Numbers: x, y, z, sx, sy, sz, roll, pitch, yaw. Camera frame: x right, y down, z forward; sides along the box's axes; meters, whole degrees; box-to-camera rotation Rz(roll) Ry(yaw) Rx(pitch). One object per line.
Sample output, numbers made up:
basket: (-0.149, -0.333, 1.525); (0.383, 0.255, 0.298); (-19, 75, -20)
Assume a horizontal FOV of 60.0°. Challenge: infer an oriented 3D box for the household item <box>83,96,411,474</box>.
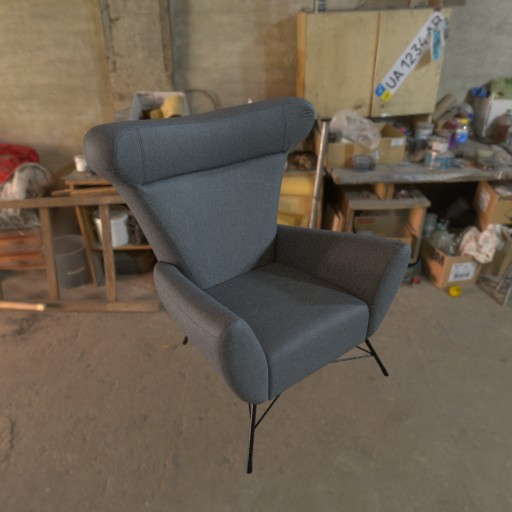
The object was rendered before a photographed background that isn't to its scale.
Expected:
household item: (0.000, 0.000, 1.760); (0.980, 1.050, 0.900); (-21, 36, -32)
